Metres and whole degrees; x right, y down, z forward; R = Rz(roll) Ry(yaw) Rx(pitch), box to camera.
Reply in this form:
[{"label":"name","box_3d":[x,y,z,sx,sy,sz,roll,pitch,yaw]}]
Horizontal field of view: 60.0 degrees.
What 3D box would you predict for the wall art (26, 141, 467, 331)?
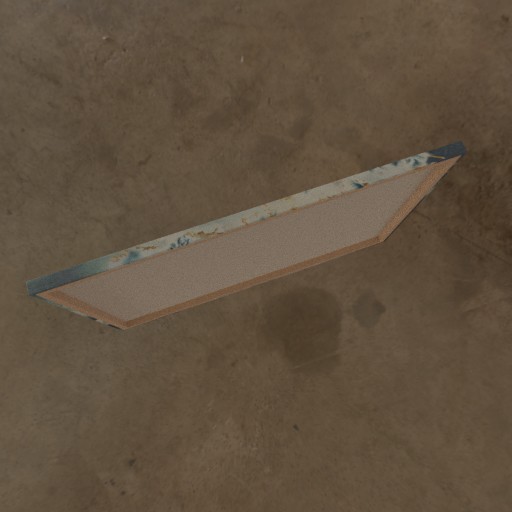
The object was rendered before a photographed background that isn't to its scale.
[{"label":"wall art","box_3d":[0.000,0.000,1.458,1.138,0.759,0.035,-19,75,-5]}]
